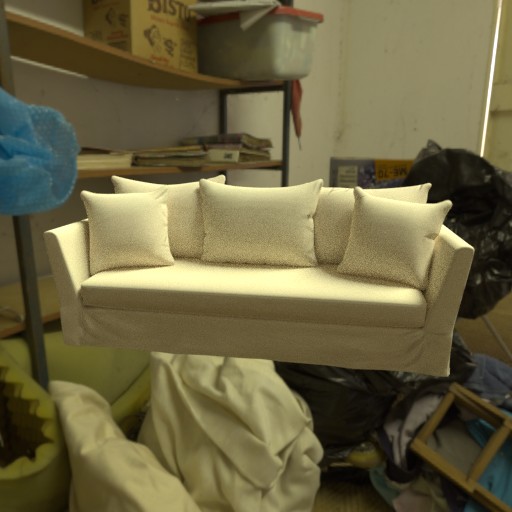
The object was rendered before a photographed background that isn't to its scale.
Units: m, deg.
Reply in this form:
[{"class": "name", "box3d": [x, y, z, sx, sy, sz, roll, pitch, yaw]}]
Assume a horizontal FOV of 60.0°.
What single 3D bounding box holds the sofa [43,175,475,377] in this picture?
[{"class": "sofa", "box3d": [0.000, 0.000, 3.031, 2.484, 1.042, 1.030, 2, 15, 9]}]
